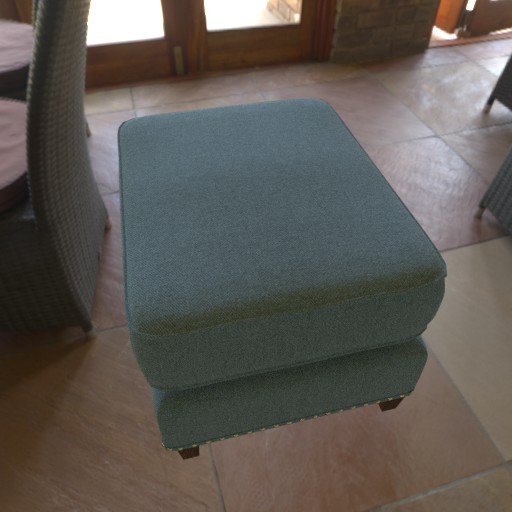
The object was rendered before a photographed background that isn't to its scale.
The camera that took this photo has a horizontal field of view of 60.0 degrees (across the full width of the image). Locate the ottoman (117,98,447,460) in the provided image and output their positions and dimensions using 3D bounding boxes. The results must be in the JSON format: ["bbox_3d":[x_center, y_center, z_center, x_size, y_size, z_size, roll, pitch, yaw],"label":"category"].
[{"bbox_3d":[0.000,0.000,1.104,0.589,0.537,0.738,-10,47,-9],"label":"ottoman"}]
